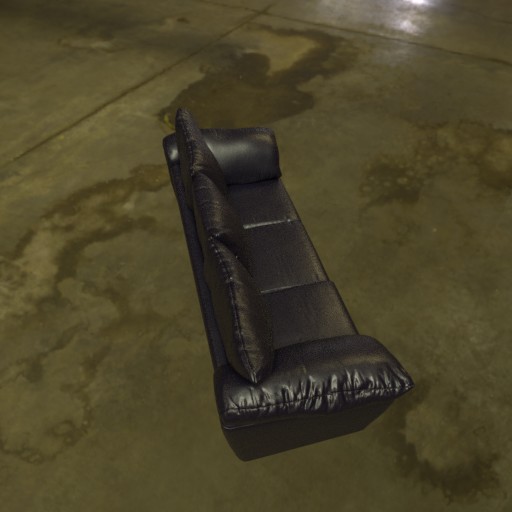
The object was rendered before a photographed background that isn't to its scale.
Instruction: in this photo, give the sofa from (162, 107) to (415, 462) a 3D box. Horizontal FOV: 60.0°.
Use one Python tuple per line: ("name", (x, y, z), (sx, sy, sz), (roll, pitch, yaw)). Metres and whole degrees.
("sofa", (0.000, 0.000, 2.822), (0.880, 1.073, 2.336), (-11, 48, -10))
